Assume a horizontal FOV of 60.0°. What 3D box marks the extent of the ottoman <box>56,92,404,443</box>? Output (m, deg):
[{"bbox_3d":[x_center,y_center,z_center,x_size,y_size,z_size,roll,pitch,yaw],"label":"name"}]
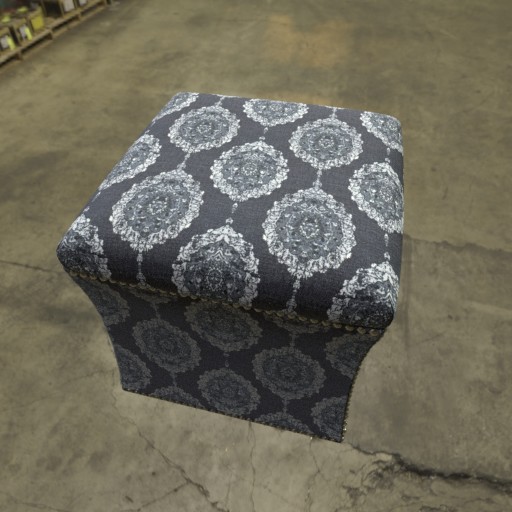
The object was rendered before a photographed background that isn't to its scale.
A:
[{"bbox_3d":[0.000,0.000,0.894,0.497,0.475,0.507,10,47,10],"label":"ottoman"}]
